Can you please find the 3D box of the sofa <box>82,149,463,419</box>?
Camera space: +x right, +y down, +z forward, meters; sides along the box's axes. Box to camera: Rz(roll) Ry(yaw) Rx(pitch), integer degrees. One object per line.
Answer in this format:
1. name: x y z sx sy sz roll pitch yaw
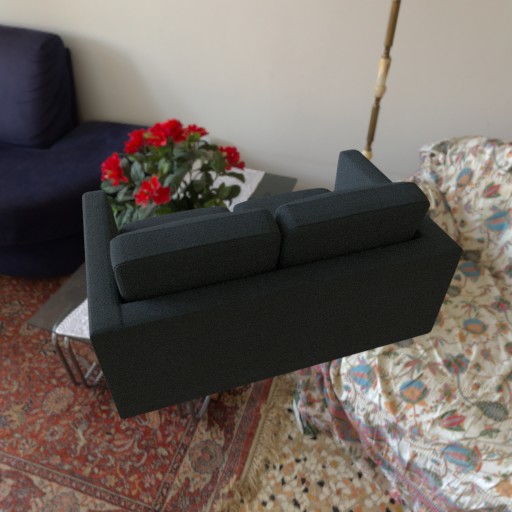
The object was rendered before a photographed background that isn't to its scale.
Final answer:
1. sofa: 0.000 0.000 2.198 1.518 0.930 0.999 -12 42 -14
